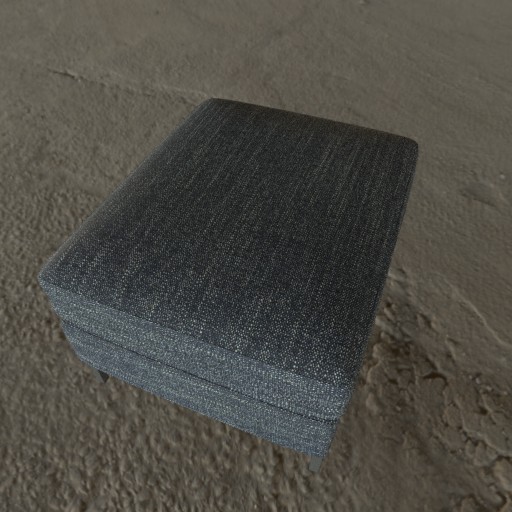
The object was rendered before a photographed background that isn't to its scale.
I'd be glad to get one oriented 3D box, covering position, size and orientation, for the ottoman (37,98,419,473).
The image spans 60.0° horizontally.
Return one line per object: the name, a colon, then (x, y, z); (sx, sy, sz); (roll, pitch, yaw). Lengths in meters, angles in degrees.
ottoman: (0.000, 0.000, 1.183); (0.667, 0.491, 0.814); (17, 49, 15)
